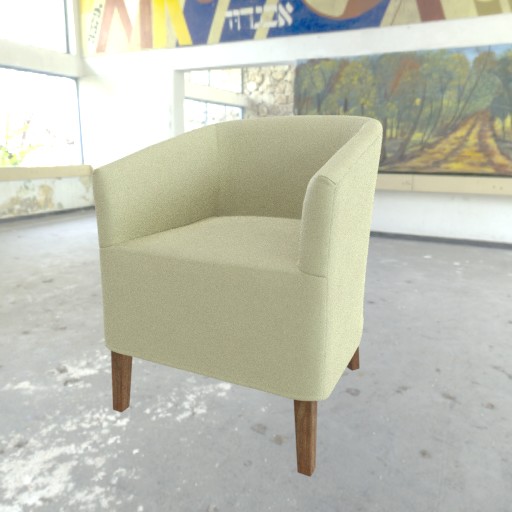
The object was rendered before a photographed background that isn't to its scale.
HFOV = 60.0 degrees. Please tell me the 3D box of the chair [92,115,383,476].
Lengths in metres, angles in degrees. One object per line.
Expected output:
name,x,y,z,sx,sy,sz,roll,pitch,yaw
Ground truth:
chair,0.000,0.000,1.300,0.643,0.822,0.657,7,15,26
